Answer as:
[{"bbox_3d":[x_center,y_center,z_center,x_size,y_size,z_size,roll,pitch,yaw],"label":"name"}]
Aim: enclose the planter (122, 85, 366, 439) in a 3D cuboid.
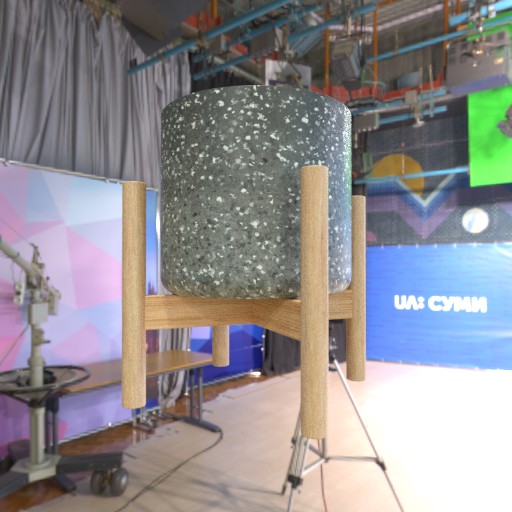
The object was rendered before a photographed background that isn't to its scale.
[{"bbox_3d":[0.000,0.000,0.527,0.284,0.320,0.284,0,0,1],"label":"planter"}]
